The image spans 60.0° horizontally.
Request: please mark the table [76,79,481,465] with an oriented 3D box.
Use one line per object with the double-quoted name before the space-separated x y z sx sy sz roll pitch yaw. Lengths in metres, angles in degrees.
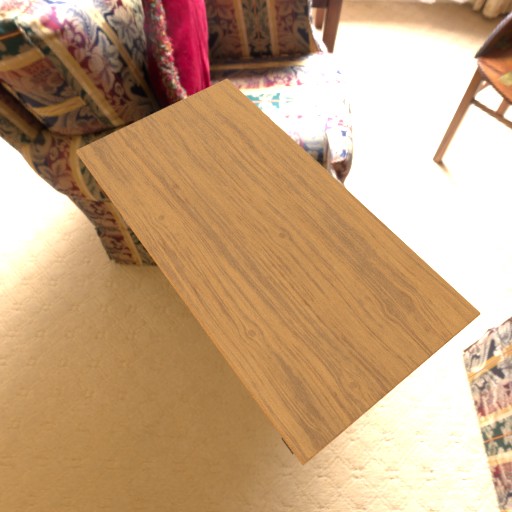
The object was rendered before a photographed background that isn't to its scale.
"table" 0.000 0.000 1.678 0.693 0.445 1.331 -33 65 -18
